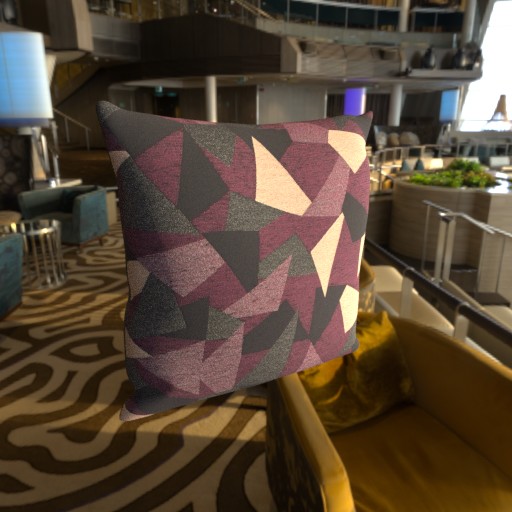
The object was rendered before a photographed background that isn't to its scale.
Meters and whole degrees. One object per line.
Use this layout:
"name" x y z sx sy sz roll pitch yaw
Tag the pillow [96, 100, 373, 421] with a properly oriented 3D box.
"pillow" 0.000 0.000 0.764 0.503 0.496 0.208 -9 19 -28
